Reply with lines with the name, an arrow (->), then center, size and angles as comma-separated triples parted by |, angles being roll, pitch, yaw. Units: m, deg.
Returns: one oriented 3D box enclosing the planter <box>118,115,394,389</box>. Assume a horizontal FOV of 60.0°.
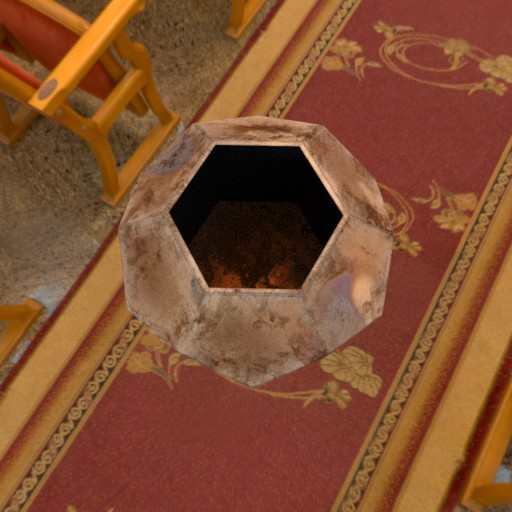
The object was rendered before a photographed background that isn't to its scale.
planter -> 0.000, 0.000, 0.430 | 0.243, 0.238, 0.221 | 30, 77, 7
